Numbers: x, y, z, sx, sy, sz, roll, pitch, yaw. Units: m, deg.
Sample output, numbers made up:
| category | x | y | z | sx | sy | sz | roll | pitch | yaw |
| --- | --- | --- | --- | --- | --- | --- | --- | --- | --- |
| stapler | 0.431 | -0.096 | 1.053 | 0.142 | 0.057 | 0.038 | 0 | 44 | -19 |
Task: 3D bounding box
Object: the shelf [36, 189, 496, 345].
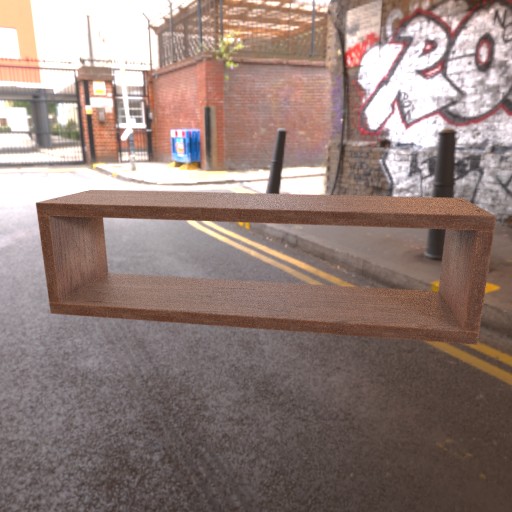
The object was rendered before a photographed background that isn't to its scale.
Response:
| category | x | y | z | sx | sy | sz | roll | pitch | yaw |
| --- | --- | --- | --- | --- | --- | --- | --- | --- | --- |
| shelf | 0.000 | 0.000 | 0.674 | 0.610 | 0.170 | 0.150 | 3 | 16 | 9 |
